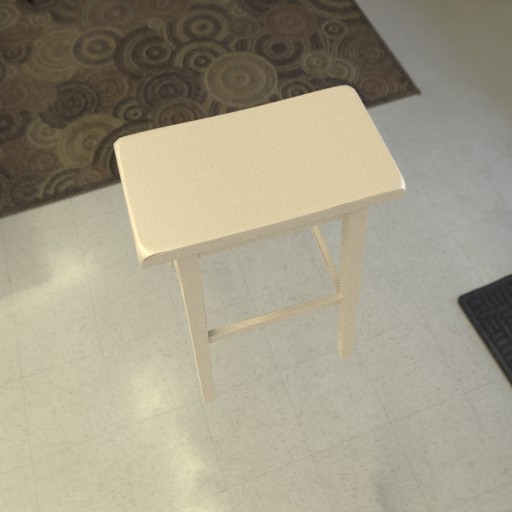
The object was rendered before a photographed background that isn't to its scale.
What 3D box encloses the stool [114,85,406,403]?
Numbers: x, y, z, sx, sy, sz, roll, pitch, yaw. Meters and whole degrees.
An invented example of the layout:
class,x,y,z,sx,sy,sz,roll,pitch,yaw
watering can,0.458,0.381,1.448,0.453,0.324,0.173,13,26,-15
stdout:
class,x,y,z,sx,sy,sz,roll,pitch,yaw
stool,0.000,0.000,1.071,0.457,0.737,0.476,-16,65,-7
